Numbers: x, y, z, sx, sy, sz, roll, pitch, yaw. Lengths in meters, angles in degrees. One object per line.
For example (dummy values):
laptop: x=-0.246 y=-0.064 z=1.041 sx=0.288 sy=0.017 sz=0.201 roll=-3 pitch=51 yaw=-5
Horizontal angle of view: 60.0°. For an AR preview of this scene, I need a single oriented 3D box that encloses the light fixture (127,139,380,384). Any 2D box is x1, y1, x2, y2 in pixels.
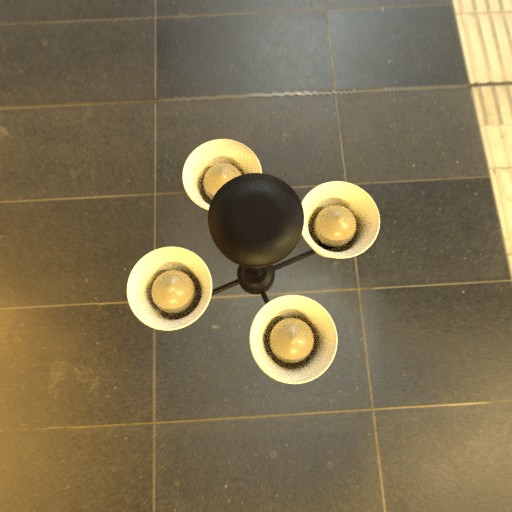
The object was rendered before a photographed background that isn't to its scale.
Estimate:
light fixture: x=0.000 y=0.000 z=1.825 sx=1.069 sy=0.925 sz=1.069 roll=-22 pitch=76 yaw=-6
